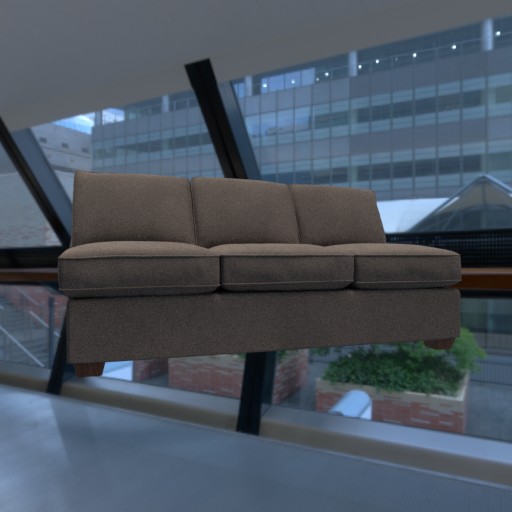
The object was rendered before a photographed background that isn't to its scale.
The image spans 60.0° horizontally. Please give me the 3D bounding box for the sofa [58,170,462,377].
[{"bbox_3d":[0.000,0.000,2.472,1.962,0.973,1.027,0,0,-17],"label":"sofa"}]
